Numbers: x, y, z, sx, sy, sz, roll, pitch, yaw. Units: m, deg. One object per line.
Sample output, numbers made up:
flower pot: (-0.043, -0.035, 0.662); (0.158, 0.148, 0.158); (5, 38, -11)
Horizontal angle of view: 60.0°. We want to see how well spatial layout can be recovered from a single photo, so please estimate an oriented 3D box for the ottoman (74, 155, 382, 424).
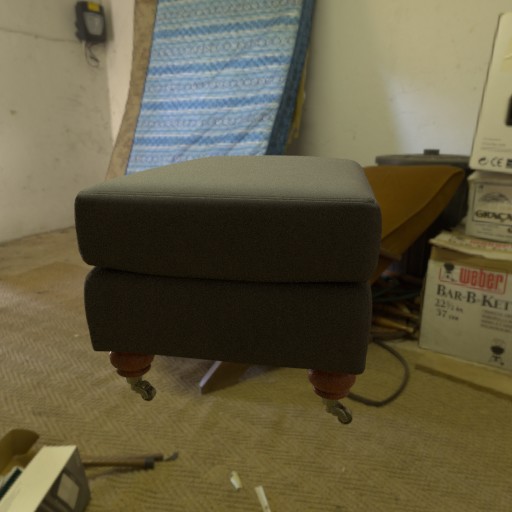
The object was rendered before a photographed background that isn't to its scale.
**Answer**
ottoman: (0.000, 0.000, 1.162); (0.574, 0.497, 0.773); (3, 17, 10)
